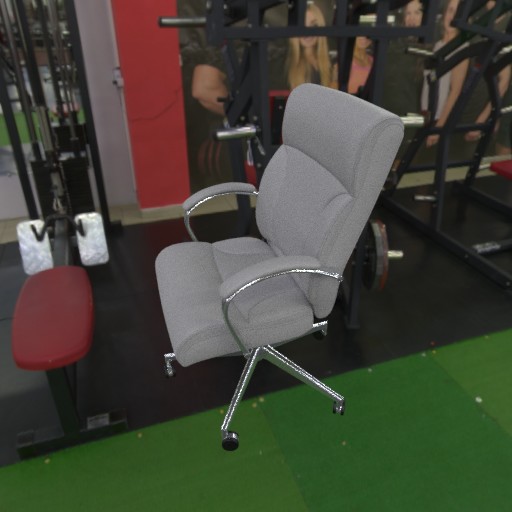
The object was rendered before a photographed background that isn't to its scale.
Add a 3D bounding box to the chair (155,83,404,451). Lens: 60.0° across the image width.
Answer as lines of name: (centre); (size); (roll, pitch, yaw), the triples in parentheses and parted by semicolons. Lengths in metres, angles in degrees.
chair: (0.000, 0.000, 1.599); (0.745, 1.099, 0.727); (-9, 31, -15)
